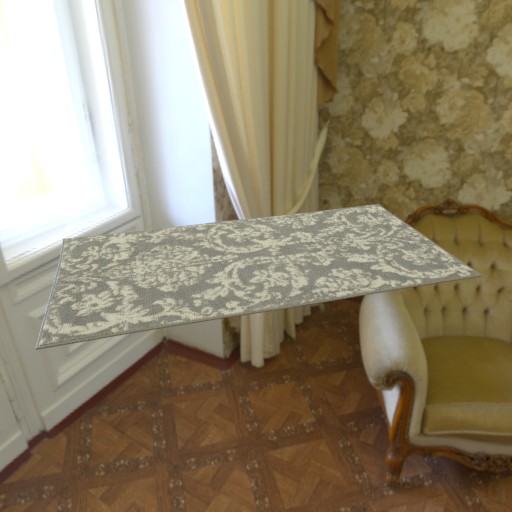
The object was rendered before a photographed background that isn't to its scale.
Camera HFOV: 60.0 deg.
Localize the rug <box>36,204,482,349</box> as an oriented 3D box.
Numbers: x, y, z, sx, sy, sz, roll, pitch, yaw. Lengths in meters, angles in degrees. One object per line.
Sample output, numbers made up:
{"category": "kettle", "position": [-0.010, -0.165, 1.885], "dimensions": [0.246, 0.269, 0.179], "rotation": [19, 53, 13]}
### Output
{"category": "rug", "position": [0.000, 0.000, 1.417], "dimensions": [1.219, 0.007, 0.604], "rotation": [-7, 29, -14]}
